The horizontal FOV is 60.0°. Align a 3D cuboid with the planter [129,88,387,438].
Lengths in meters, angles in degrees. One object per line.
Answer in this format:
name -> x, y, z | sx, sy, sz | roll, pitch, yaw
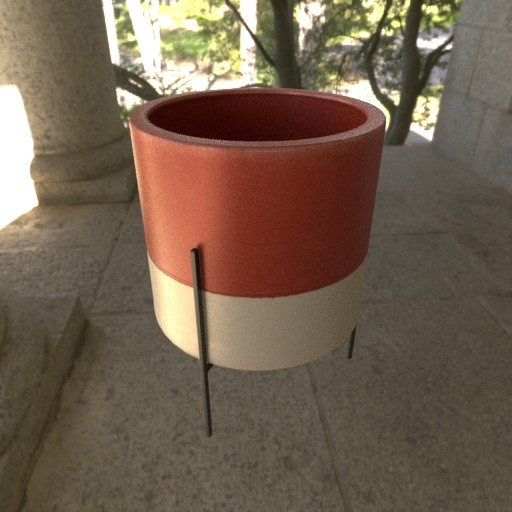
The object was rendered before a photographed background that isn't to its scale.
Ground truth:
planter -> 0.000, 0.000, 0.723 | 0.345, 0.465, 0.354 | -19, 36, -29
